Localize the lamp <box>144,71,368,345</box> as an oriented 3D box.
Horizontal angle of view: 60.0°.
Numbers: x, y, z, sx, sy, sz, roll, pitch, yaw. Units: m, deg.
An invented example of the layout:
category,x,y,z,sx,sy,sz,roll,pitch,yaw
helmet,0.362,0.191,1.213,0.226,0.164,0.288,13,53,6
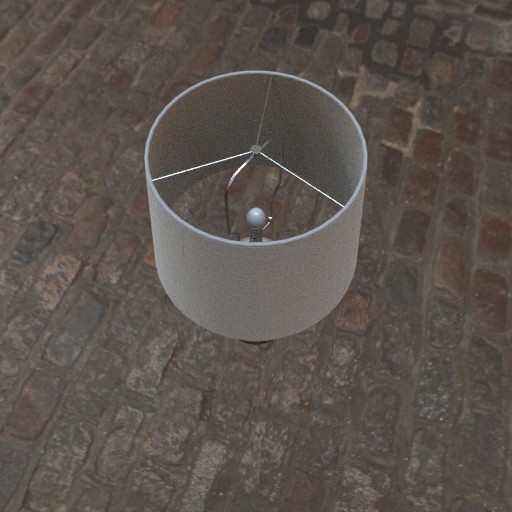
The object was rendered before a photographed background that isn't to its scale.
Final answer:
category,x,y,z,sx,sy,sz,roll,pitch,yaw
lamp,0.000,0.000,0.666,0.285,0.483,0.285,0,63,0
